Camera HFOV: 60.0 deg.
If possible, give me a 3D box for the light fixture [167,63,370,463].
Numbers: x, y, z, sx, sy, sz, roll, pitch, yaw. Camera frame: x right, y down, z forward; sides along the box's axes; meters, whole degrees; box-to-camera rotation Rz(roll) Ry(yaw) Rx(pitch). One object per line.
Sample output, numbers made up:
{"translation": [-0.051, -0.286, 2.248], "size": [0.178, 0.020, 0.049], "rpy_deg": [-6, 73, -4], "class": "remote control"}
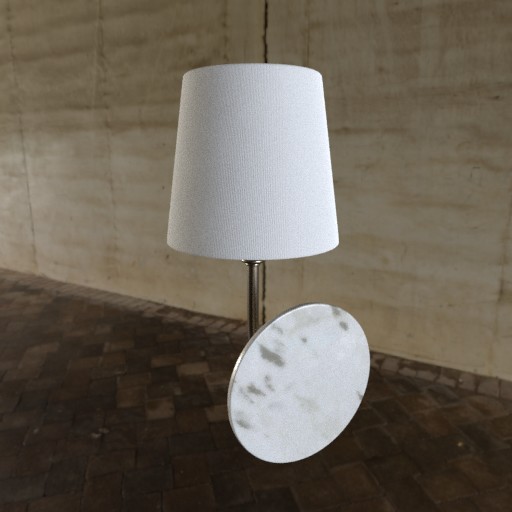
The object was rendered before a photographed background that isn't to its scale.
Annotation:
{"translation": [0.000, 0.000, 0.441], "size": [0.168, 0.337, 0.188], "rpy_deg": [-7, 15, -27], "class": "light fixture"}
